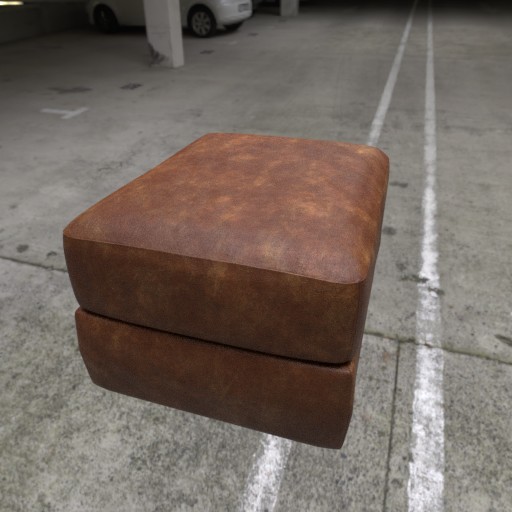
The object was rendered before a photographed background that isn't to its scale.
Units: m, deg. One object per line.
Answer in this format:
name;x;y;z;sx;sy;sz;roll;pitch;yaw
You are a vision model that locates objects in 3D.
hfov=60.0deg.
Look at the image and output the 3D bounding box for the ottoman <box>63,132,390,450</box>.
ottoman;0.000;0.000;1.148;0.603;0.476;0.751;9;31;15
